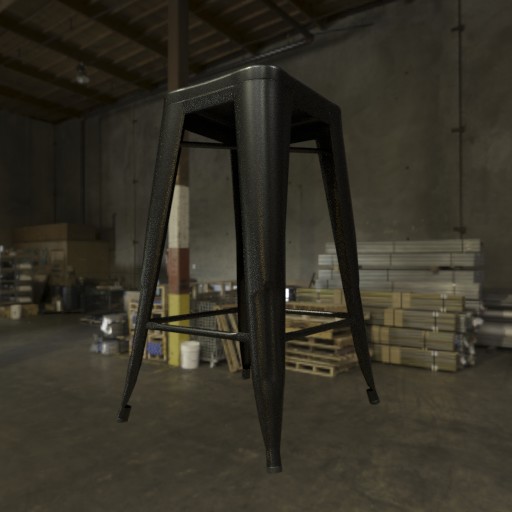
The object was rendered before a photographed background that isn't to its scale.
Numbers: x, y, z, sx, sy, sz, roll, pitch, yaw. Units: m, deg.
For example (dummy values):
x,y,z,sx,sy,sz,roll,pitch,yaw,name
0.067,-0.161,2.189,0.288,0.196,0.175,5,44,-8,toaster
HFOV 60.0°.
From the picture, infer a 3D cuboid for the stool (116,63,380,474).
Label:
x,y,z,sx,sy,sz,roll,pitch,yaw,name
0.000,0.000,0.870,0.359,0.609,0.399,-1,-1,36,stool
